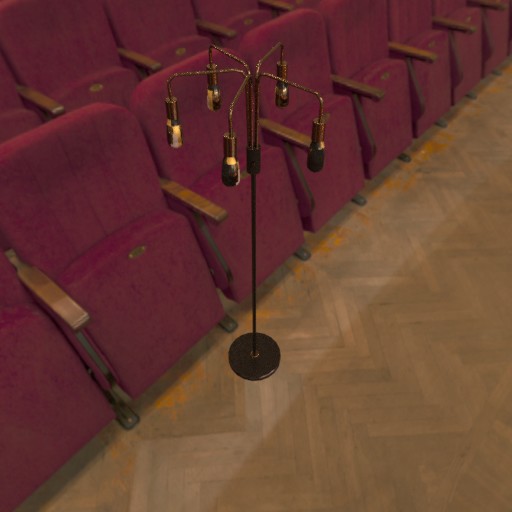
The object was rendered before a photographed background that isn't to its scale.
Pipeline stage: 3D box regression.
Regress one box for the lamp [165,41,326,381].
[{"bbox_3d":[0.000,0.000,2.030,0.599,1.721,0.572,31,53,27],"label":"lamp"}]
